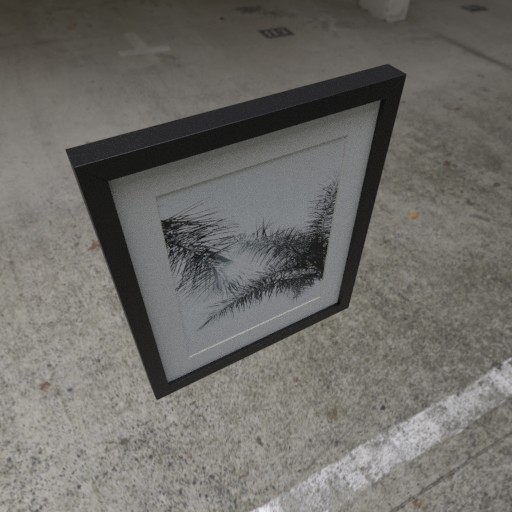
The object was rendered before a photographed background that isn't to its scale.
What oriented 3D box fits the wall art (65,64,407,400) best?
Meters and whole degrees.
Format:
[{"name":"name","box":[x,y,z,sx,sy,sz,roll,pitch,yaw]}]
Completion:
[{"name":"wall art","box":[0.000,0.000,0.529,0.325,0.380,0.028,-22,50,-20]}]
